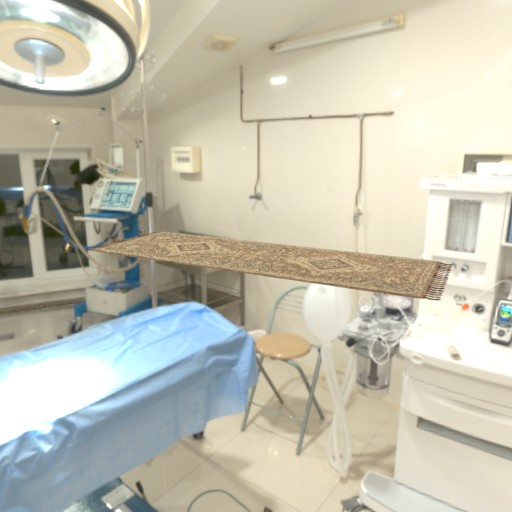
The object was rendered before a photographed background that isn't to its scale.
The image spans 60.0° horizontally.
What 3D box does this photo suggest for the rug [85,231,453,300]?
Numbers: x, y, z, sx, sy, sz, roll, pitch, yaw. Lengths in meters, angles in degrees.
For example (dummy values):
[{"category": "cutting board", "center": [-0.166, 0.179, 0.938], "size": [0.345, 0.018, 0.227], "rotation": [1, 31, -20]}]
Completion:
[{"category": "rug", "center": [0.000, 0.000, 2.844], "size": [2.378, 0.018, 1.324], "rotation": [13, 19, 42]}]
